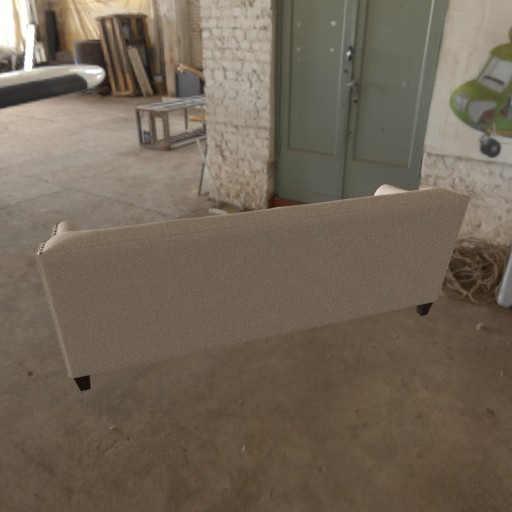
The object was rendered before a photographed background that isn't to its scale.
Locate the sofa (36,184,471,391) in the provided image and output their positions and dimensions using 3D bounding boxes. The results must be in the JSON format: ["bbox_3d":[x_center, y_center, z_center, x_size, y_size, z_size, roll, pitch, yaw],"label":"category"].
[{"bbox_3d":[0.000,0.000,2.706,2.235,0.901,0.914,-9,28,-17],"label":"sofa"}]
